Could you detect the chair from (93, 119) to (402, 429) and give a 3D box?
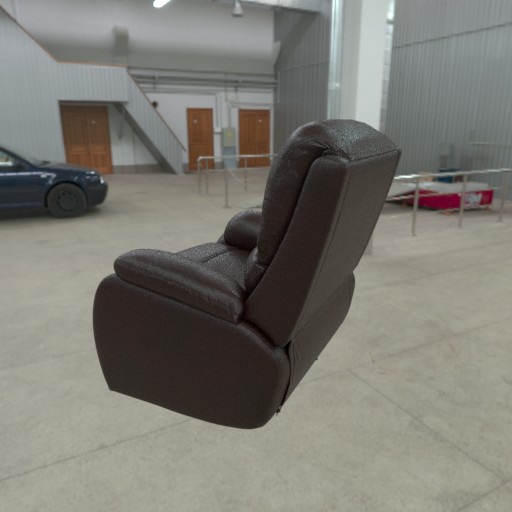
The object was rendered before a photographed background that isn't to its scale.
[{"bbox_3d":[0.000,0.000,1.718,0.899,1.011,0.930,8,18,25],"label":"chair"}]
